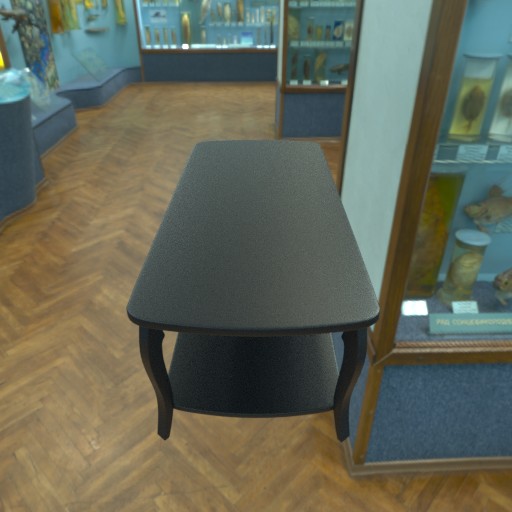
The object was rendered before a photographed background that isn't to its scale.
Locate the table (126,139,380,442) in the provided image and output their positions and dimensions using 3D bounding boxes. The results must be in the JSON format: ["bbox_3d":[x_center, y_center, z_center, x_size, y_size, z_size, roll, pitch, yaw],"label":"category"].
[{"bbox_3d":[0.000,0.000,1.610,0.571,0.457,1.333,0,31,1],"label":"table"}]
